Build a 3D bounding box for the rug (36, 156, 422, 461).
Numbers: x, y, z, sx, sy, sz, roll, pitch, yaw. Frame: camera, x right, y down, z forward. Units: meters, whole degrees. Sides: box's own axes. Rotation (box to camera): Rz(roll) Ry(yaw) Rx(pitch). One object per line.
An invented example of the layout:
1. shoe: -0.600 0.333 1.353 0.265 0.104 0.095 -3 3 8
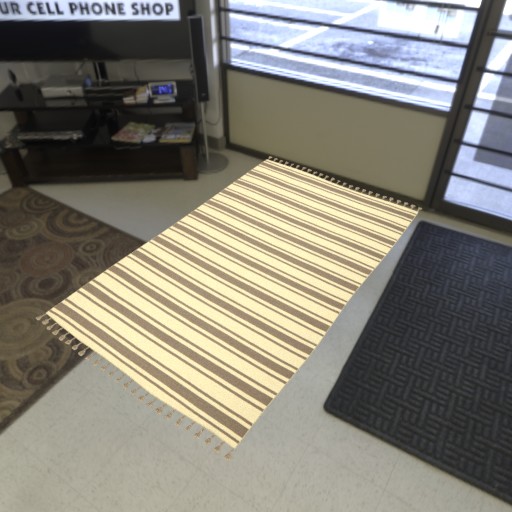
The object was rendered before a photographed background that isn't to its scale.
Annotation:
1. rug: 0.000 0.000 2.581 1.229 0.011 2.096 25 47 26
